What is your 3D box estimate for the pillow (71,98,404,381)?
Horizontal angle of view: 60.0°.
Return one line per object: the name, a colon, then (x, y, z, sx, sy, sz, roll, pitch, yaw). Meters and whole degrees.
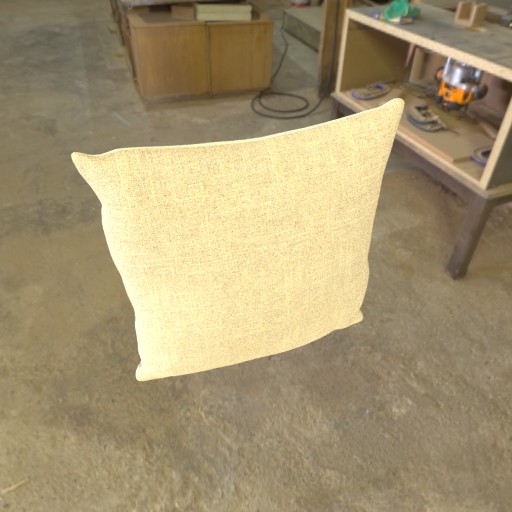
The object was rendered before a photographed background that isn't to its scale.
pillow: (0.000, 0.000, 0.684, 0.439, 0.440, 0.182, -13, 42, -15)
